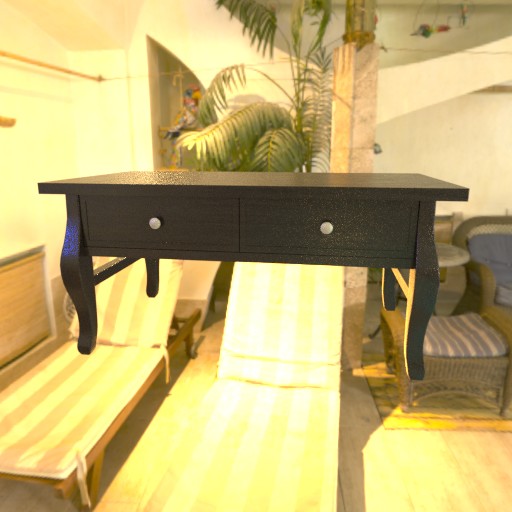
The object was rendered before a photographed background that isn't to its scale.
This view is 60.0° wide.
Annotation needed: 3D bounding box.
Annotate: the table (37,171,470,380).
[{"bbox_3d":[0.000,0.000,1.412,1.062,0.494,0.600,2,14,9],"label":"table"}]
